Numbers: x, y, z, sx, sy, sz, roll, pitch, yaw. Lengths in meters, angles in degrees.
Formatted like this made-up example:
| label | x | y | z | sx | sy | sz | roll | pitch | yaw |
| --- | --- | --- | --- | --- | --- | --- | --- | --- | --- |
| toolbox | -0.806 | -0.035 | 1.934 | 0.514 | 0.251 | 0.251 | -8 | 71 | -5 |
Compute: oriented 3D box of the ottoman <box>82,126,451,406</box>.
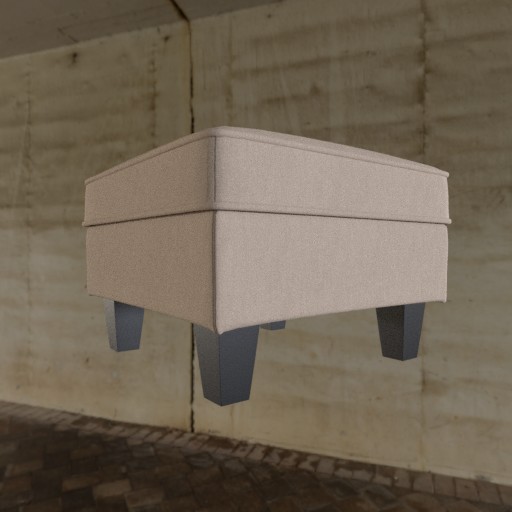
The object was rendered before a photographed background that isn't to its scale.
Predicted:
| label | x | y | z | sx | sy | sz | roll | pitch | yaw |
| --- | --- | --- | --- | --- | --- | --- | --- | --- | --- |
| ottoman | 0.000 | 0.000 | 1.000 | 0.613 | 0.438 | 0.616 | -1 | 1 | -37 |
